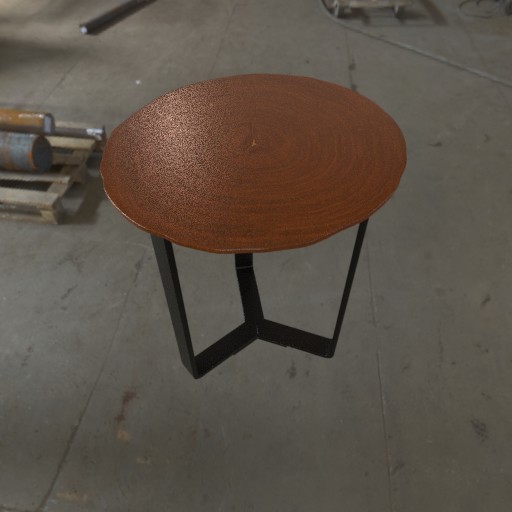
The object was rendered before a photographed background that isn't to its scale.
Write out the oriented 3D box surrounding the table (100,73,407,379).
[{"bbox_3d":[0.000,0.000,0.755,0.410,0.450,0.380,-32,55,-26],"label":"table"}]
